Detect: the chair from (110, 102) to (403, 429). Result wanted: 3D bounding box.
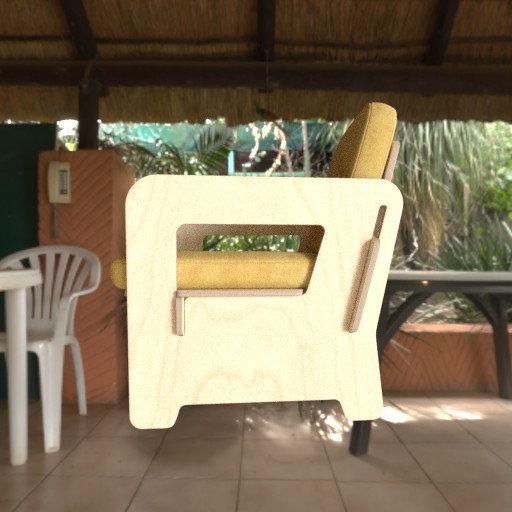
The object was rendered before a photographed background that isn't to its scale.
[{"bbox_3d":[0.000,0.000,1.281,0.710,0.800,0.590,0,0,-1],"label":"chair"}]
